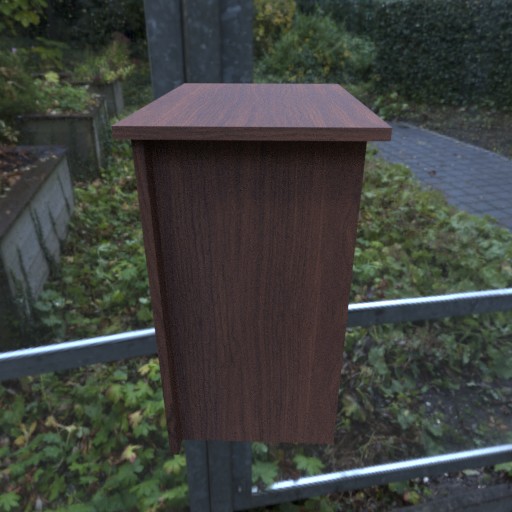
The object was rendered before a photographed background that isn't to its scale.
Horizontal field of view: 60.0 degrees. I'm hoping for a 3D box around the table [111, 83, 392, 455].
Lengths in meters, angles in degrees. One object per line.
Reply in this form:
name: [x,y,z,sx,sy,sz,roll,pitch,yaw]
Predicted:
table: [0.000,0.000,1.056,0.406,0.711,0.589,1,27,2]
